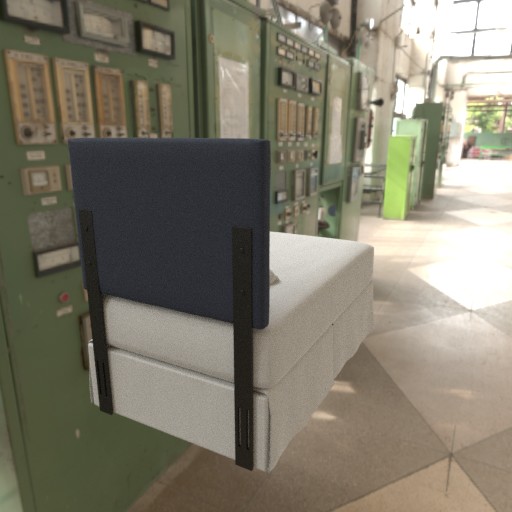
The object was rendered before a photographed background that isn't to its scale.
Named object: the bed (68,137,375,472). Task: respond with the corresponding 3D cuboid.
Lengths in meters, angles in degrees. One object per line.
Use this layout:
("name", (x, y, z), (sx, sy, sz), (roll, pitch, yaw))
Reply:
("bed", (0.000, 0.000, 3.028), (1.261, 1.571, 1.997), (8, 17, 27))
